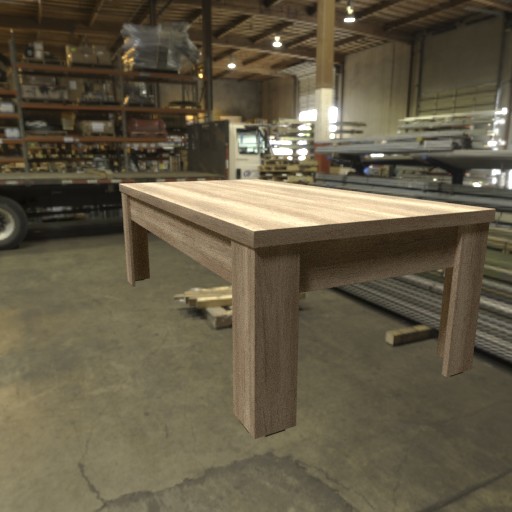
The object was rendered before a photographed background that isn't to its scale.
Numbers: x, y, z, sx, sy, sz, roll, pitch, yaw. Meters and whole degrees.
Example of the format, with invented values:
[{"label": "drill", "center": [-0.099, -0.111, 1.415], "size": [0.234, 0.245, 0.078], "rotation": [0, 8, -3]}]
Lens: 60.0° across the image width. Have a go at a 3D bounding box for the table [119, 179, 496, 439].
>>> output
[{"label": "table", "center": [0.000, 0.000, 1.625], "size": [0.700, 0.460, 1.350], "rotation": [-7, 15, -26]}]
